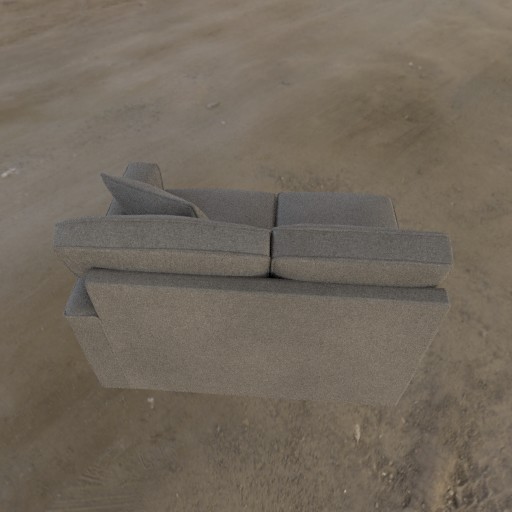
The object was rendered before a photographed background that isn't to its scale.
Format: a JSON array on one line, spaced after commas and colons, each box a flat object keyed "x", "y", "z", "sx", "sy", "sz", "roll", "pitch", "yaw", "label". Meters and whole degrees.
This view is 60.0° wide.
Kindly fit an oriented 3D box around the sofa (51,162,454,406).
[{"x": 0.000, "y": 0.000, "z": 2.038, "sx": 1.388, "sy": 0.989, "sz": 0.991, "roll": 3, "pitch": 47, "yaw": 3, "label": "sofa"}]
